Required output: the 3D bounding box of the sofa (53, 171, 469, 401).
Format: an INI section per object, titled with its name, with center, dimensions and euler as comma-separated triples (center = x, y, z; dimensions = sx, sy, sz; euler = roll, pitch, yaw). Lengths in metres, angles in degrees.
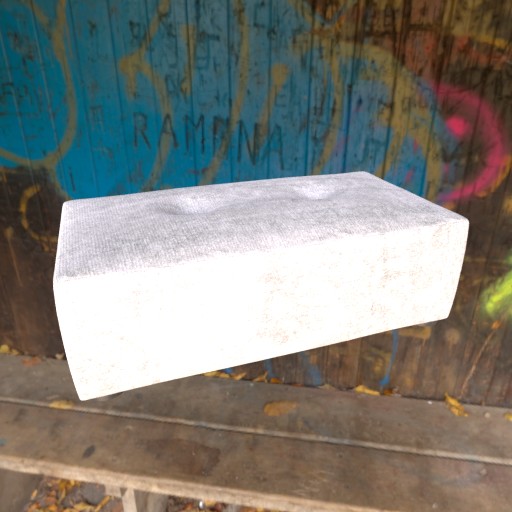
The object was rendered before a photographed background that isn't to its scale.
[sofa]
center = 0.000, 0.000, 1.154
dimensions = 0.930, 0.330, 0.480
euler = -9, 27, -17
